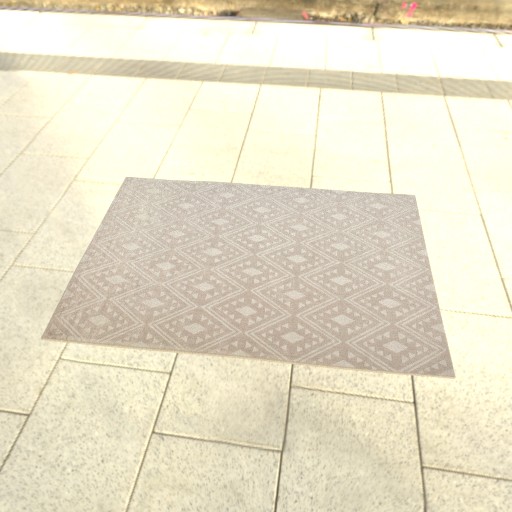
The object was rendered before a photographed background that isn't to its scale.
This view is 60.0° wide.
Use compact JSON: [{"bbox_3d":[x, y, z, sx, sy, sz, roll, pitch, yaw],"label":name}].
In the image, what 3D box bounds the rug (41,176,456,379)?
[{"bbox_3d":[0.000,0.000,2.367,1.829,0.034,1.252,5,46,4],"label":"rug"}]
